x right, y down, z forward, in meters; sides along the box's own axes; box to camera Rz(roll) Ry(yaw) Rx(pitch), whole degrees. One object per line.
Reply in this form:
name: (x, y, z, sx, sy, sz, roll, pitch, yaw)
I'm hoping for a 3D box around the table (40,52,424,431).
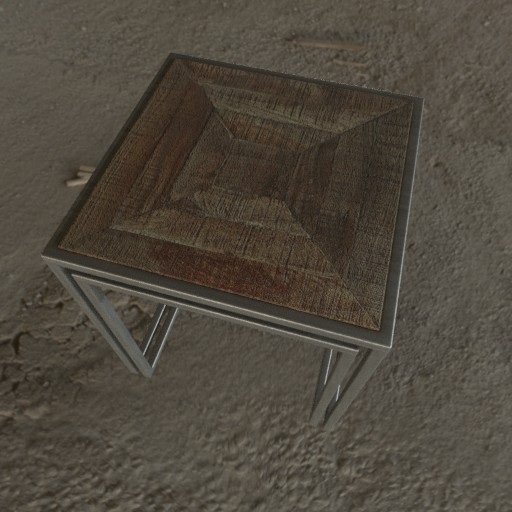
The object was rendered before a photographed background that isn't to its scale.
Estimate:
table: (0.000, 0.000, 0.859, 0.450, 0.500, 0.449, 14, 59, 8)
